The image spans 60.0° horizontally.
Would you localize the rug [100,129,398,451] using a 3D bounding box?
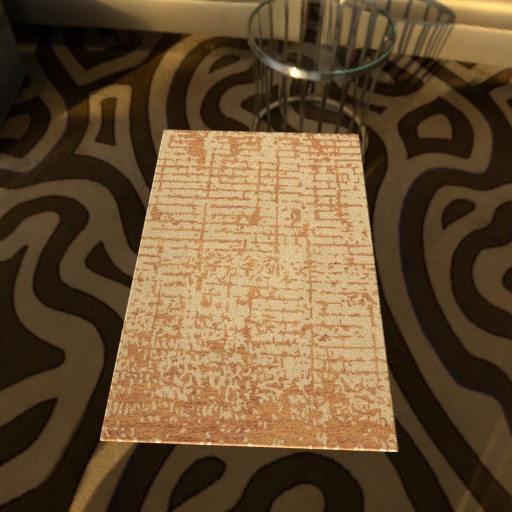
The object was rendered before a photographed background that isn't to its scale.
[{"bbox_3d":[0.000,0.000,2.292,1.219,0.011,1.829,2,58,1],"label":"rug"}]
